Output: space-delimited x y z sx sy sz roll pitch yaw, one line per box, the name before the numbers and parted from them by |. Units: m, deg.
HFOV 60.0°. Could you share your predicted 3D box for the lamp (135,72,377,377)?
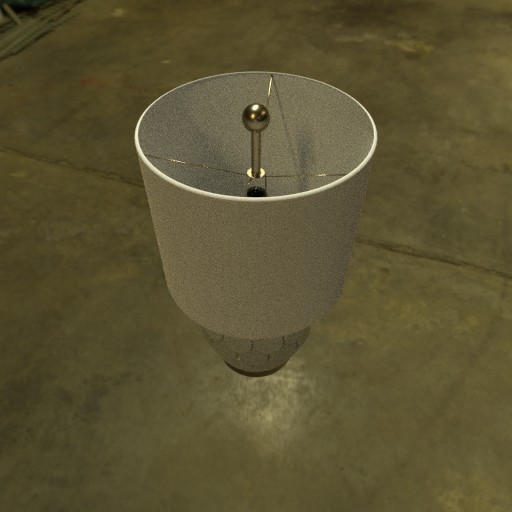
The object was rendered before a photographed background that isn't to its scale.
lamp | 0.000 0.000 0.619 0.254 0.452 0.254 0 47 0
